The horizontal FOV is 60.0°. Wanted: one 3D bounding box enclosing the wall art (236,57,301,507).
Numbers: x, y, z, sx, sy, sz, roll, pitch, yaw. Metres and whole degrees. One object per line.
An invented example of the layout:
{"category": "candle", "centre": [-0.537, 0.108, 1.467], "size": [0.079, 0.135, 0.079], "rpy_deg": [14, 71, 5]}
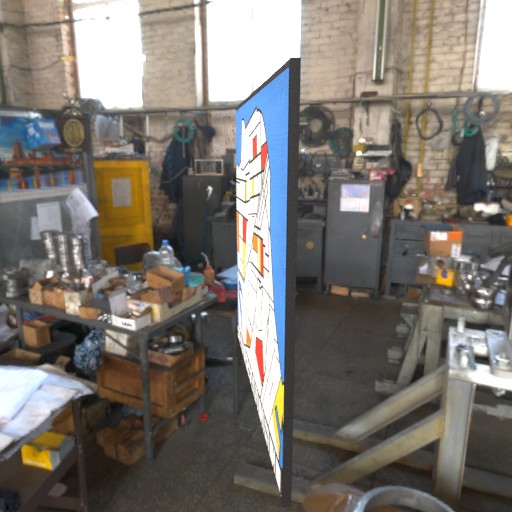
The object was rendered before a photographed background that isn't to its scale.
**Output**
{"category": "wall art", "centre": [0.000, 0.000, 0.945], "size": [0.015, 0.663, 0.664], "rpy_deg": [-2, 13, -8]}
